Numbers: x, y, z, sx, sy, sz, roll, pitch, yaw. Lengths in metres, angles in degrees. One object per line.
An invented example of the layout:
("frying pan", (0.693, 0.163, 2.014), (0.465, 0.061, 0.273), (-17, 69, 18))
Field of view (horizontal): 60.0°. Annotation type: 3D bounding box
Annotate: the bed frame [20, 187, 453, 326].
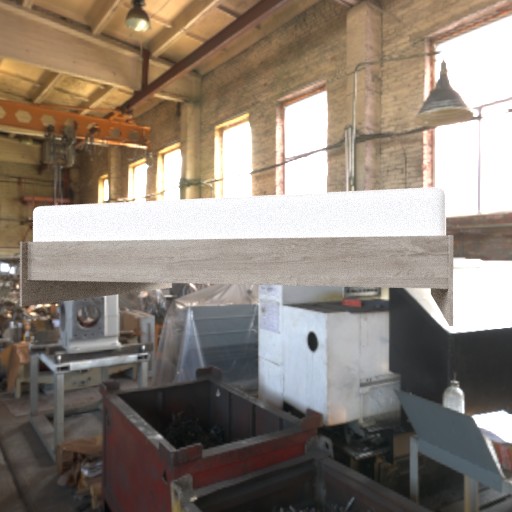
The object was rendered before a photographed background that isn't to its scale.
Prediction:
("bed frame", (0.000, 0.000, 2.533), (1.945, 0.497, 1.445), (0, 0, 19))
